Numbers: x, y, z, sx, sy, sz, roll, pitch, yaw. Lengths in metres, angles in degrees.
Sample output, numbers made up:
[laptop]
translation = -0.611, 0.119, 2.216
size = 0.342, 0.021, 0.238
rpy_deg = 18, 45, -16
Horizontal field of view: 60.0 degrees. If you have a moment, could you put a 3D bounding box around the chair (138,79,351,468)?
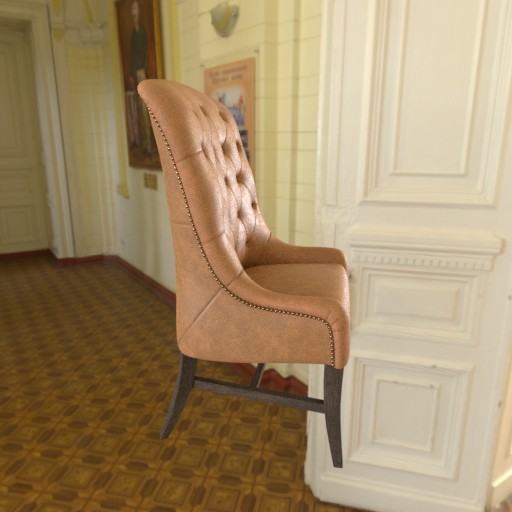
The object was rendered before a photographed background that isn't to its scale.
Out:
[chair]
translation = 0.000, 0.000, 1.468
size = 0.629, 1.091, 0.634
rpy_deg = 3, 16, 10
